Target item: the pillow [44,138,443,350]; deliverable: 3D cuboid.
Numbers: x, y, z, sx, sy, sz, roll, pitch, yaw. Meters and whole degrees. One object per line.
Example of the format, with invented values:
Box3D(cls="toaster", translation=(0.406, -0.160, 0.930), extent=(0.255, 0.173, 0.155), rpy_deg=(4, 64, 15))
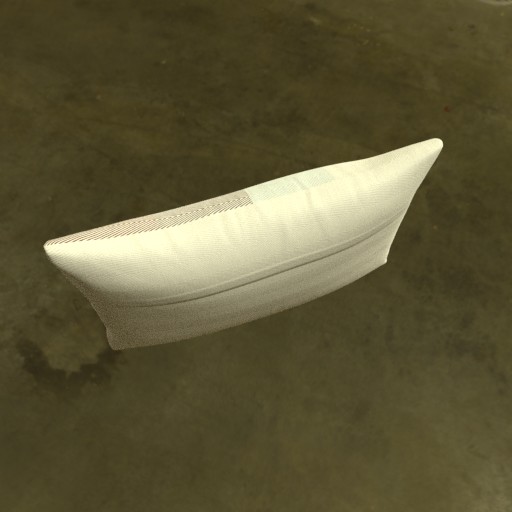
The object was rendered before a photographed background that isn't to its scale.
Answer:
Box3D(cls="pillow", translation=(0.000, 0.000, 0.648), extent=(0.506, 0.305, 0.139), rpy_deg=(-17, 60, -10))
